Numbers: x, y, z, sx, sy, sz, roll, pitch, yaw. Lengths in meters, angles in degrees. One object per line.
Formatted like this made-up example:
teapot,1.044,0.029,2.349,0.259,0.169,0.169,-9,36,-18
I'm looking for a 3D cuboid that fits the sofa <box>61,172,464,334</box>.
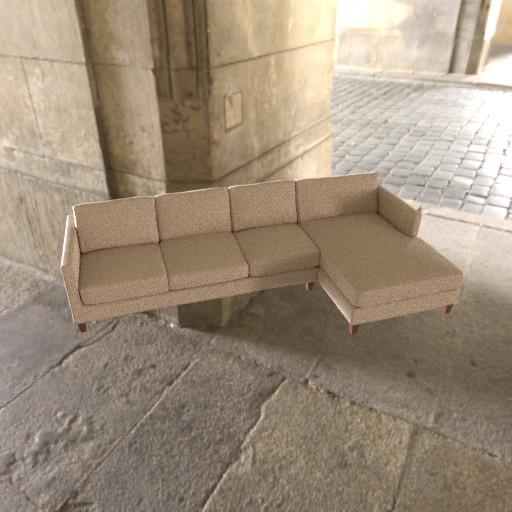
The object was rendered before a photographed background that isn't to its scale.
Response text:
sofa,0.000,0.000,3.954,3.186,0.861,1.625,-9,32,-14
